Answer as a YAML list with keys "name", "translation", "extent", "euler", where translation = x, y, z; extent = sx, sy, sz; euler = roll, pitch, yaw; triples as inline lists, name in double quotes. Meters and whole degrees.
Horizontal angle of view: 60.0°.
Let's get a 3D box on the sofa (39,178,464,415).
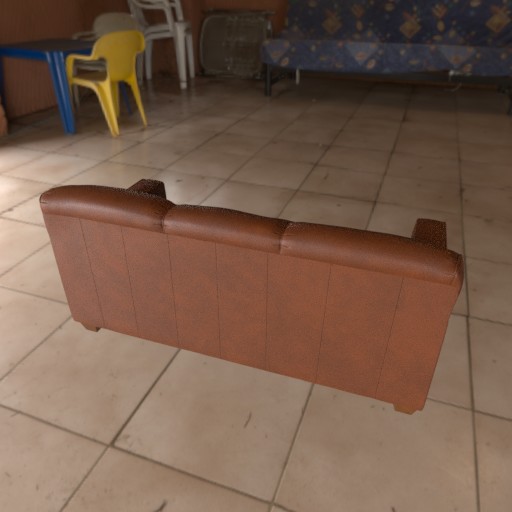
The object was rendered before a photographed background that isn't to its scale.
- name: "sofa"
  translation: [0.000, 0.000, 2.554]
  extent: [2.039, 0.953, 1.008]
  euler: [10, 33, 16]
